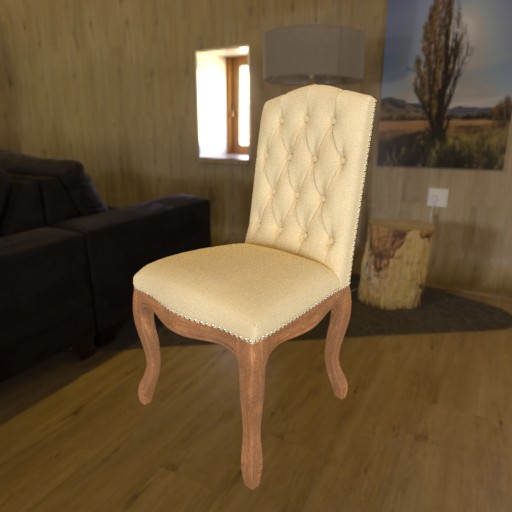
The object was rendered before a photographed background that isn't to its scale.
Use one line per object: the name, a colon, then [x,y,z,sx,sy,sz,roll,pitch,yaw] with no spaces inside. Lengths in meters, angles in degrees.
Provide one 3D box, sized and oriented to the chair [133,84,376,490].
chair: [0.000,0.000,1.560,0.623,1.165,0.715,16,23,42]
